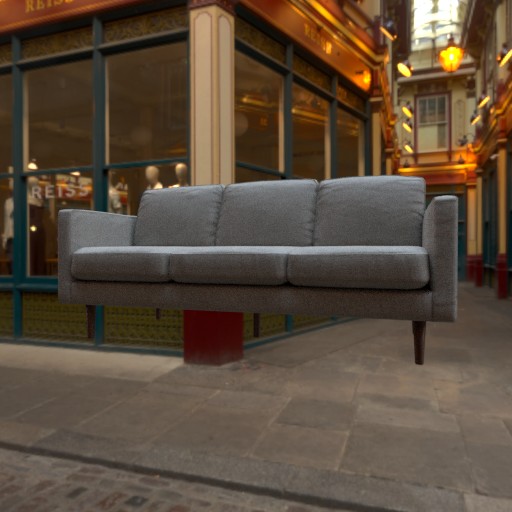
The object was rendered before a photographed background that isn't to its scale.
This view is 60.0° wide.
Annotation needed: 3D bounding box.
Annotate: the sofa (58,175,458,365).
[{"bbox_3d":[0.000,0.000,2.478,1.983,0.918,0.944,0,1,19],"label":"sofa"}]
